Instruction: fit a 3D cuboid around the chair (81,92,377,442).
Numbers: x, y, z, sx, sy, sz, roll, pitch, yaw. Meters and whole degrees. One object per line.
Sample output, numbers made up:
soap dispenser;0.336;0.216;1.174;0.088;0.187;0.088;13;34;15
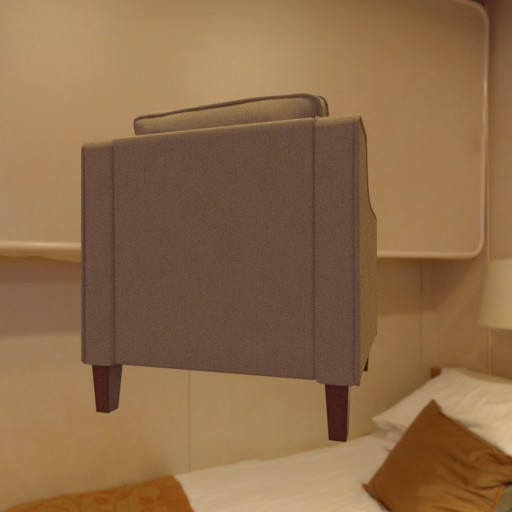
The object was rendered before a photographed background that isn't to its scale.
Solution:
chair;0.000;0.000;1.641;0.831;0.960;0.909;0;-1;18
